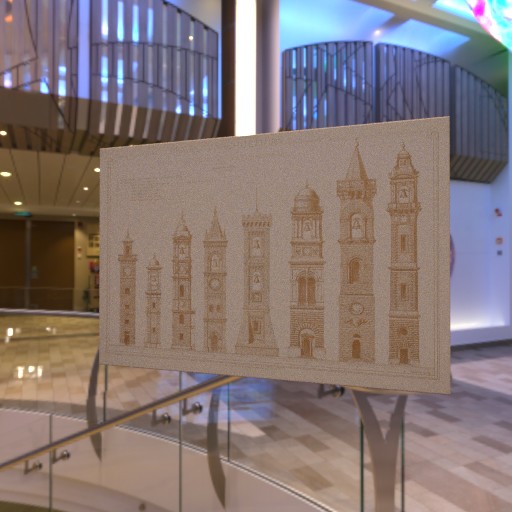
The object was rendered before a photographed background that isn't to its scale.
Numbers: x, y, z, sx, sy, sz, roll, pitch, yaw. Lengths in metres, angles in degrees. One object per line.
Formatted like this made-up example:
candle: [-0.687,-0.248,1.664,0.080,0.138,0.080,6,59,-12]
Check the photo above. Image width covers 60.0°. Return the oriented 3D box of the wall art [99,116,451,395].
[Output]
wall art: [0.000,0.000,0.761,0.609,0.407,0.039,0,-1,18]
